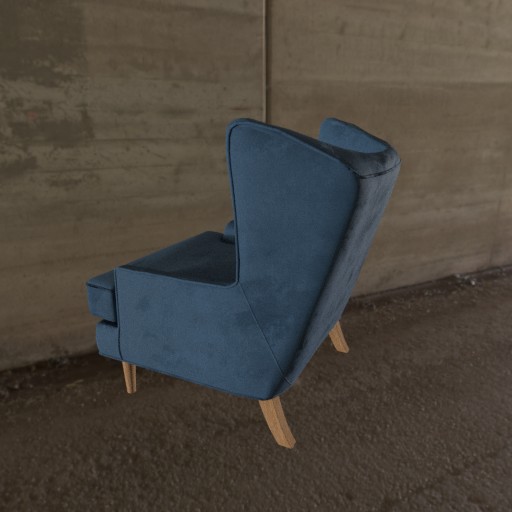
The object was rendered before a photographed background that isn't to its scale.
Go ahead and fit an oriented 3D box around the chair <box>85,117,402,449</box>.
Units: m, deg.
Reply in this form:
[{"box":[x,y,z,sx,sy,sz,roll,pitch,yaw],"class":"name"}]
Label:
[{"box":[0.000,0.000,1.598,0.910,0.952,0.793,8,19,25],"class":"chair"}]
